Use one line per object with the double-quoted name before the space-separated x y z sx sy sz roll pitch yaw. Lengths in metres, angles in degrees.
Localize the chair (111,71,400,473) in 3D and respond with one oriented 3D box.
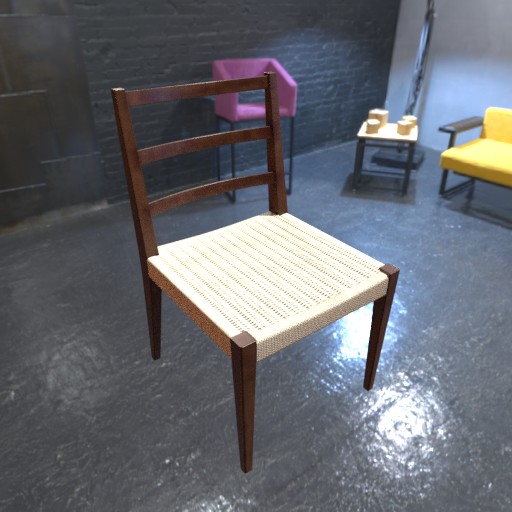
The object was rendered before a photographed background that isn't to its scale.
"chair" 0.000 0.000 1.163 0.480 0.813 0.551 -20 36 -31
